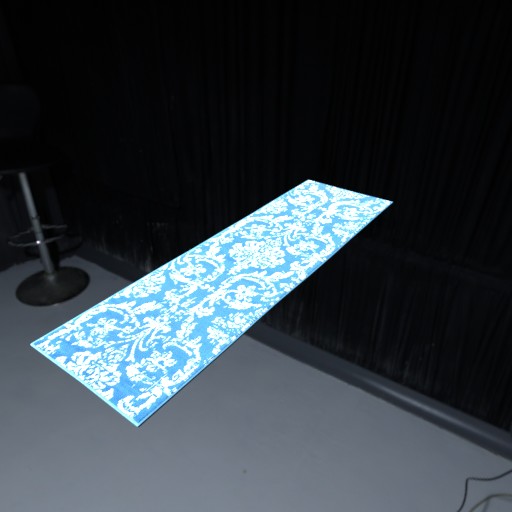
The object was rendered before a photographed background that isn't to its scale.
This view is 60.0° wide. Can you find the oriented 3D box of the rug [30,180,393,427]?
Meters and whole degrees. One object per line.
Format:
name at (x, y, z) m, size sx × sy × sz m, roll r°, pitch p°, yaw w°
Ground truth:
rug at (0.000, 0.000, 2.385) m, size 0.662 × 0.011 × 2.196 m, roll 21°, pitch 38°, yaw 30°
